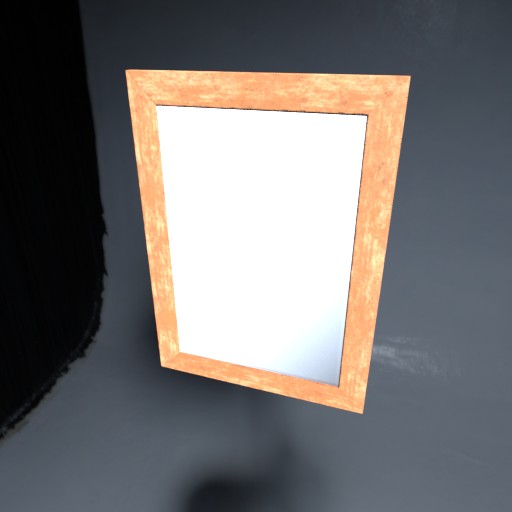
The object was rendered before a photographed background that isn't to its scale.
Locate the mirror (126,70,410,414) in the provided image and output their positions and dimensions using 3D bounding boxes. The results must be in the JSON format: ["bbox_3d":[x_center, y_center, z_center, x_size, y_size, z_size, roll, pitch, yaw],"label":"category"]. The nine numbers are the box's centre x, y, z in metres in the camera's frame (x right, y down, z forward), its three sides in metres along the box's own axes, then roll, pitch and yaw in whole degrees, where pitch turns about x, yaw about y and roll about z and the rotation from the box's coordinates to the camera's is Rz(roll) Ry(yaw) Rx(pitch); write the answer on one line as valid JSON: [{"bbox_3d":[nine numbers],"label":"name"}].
[{"bbox_3d":[0.000,0.000,1.434,0.796,1.099,0.028,8,27,17],"label":"mirror"}]
